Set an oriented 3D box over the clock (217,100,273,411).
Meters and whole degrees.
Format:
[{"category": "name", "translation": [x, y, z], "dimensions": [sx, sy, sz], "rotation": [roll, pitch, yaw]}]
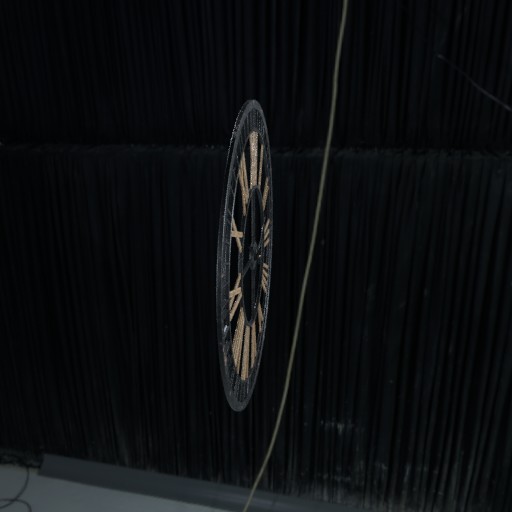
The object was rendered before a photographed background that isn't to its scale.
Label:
[{"category": "clock", "translation": [0.000, 0.000, 1.267], "dimensions": [0.025, 0.843, 0.843], "rotation": [3, 17, 8]}]
